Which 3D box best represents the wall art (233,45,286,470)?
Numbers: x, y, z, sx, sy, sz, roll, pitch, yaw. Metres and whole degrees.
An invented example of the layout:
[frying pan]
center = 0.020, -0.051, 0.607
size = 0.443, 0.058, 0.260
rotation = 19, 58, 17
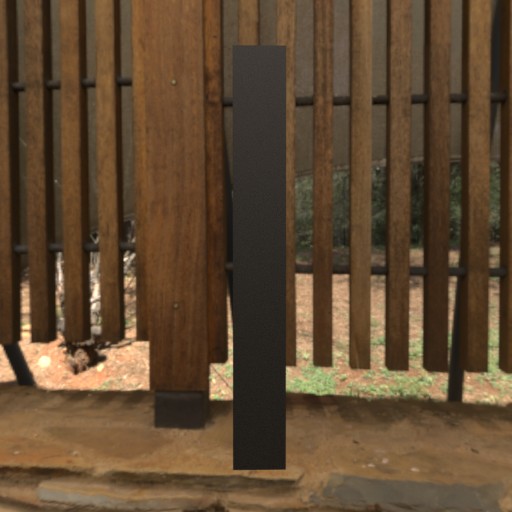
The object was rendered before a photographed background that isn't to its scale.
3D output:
[wall art]
center = 0.000, 0.000, 0.469
size = 0.038, 0.304, 0.305
rotation = 0, 1, -1
